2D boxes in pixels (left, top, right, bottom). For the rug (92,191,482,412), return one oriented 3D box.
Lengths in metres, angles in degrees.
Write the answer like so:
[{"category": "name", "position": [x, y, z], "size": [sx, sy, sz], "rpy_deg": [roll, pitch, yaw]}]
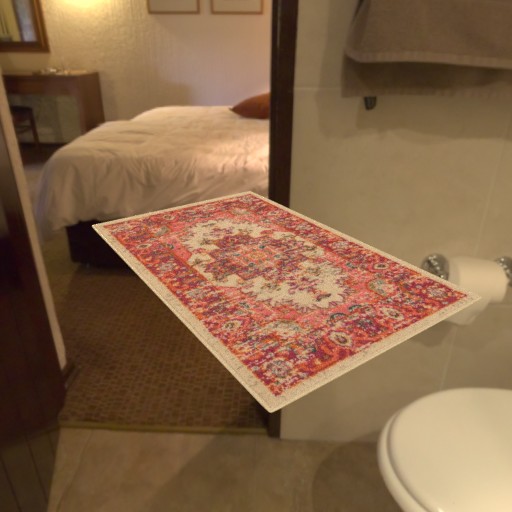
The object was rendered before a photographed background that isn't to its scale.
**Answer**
[{"category": "rug", "position": [0.000, 0.000, 1.105], "size": [0.556, 0.004, 0.868], "rpy_deg": [-17, 31, -31]}]
